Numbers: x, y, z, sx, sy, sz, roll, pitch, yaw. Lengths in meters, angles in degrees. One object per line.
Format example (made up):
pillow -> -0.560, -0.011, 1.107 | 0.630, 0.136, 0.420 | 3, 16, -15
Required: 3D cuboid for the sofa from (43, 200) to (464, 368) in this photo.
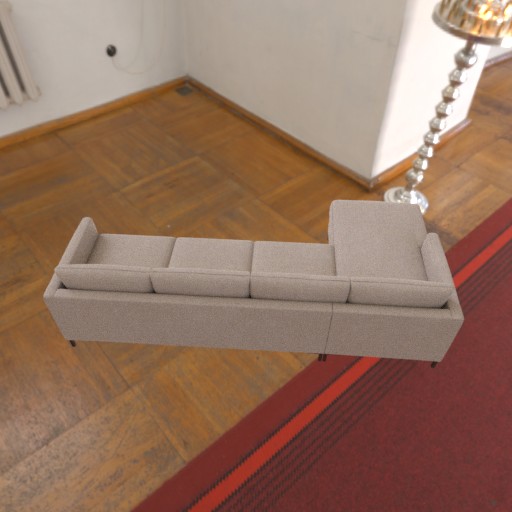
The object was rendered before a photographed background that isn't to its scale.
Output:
sofa -> 0.000, 0.000, 3.651 | 2.923, 0.816, 1.469 | 3, 46, 3
